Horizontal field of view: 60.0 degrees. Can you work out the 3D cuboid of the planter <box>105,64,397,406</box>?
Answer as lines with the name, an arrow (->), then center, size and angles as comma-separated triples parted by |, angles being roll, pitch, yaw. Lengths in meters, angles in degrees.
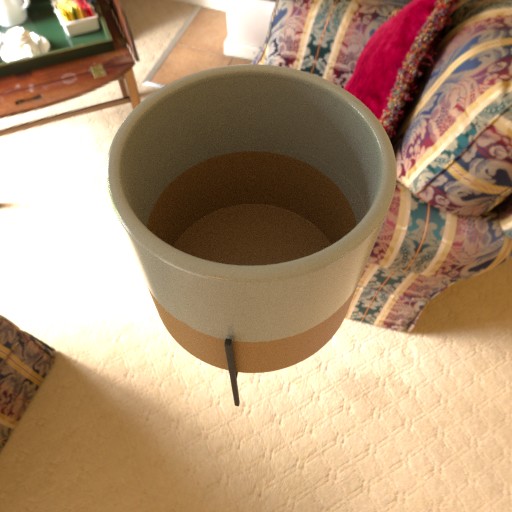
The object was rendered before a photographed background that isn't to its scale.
planter -> 0.000, 0.000, 0.731 | 0.360, 0.480, 0.348 | -18, 60, -11
